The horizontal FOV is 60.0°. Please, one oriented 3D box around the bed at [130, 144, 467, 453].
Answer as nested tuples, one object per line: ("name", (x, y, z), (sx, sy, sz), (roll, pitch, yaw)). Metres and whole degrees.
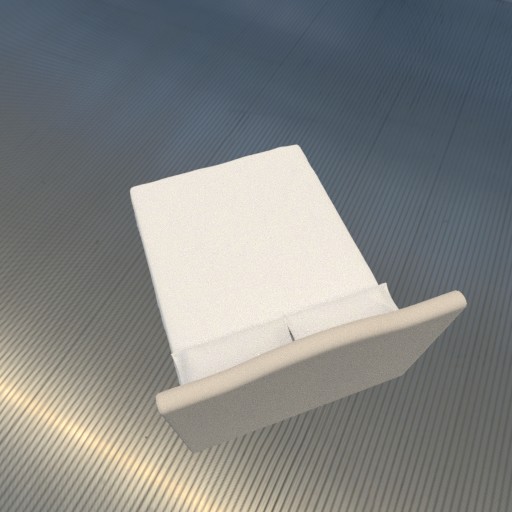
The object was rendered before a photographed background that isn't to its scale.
("bed", (0.000, 0.000, 3.353), (1.753, 1.460, 2.143), (-17, 60, -10))
